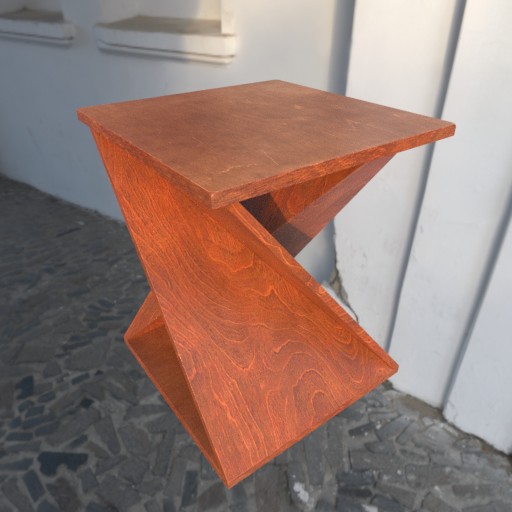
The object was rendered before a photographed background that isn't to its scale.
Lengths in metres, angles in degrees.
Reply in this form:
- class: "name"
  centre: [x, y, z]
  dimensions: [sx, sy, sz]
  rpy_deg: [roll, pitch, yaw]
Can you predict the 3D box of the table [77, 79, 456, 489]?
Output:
- class: "table"
  centre: [0.000, 0.000, 0.834]
  dimensions: [0.427, 0.520, 0.427]
  rpy_deg: [-21, 38, -30]
